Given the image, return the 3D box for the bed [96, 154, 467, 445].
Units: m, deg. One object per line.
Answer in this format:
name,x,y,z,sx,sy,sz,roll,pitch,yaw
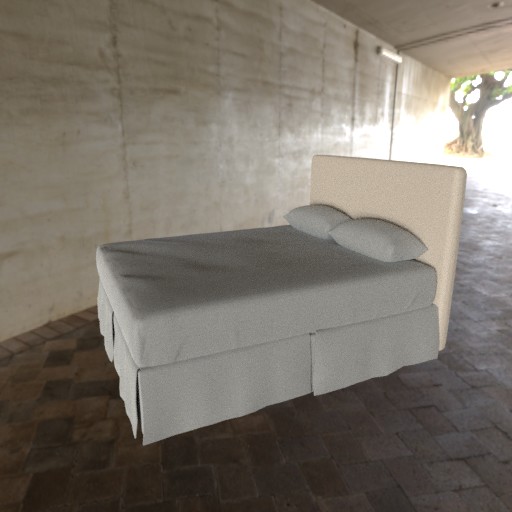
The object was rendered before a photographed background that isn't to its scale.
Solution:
bed,0.000,0.000,3.207,2.142,1.330,1.748,-7,17,-24
